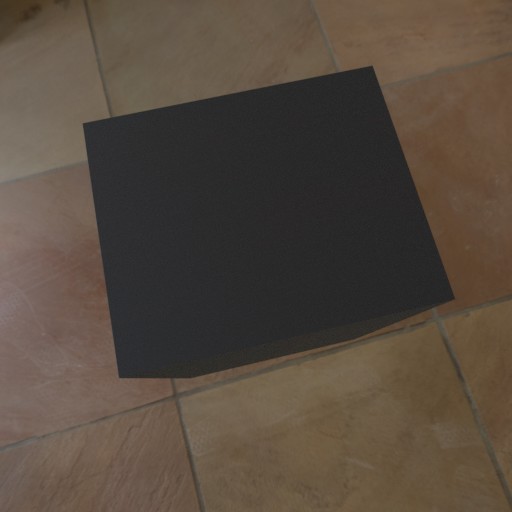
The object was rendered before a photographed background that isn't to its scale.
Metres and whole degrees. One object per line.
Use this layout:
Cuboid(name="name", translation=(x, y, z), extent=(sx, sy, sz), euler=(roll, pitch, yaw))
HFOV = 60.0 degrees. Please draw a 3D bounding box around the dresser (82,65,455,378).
Cuboid(name="dresser", translation=(0.000, 0.000, 0.828), extent=(0.400, 0.560, 0.360), euler=(-13, 75, -3))
